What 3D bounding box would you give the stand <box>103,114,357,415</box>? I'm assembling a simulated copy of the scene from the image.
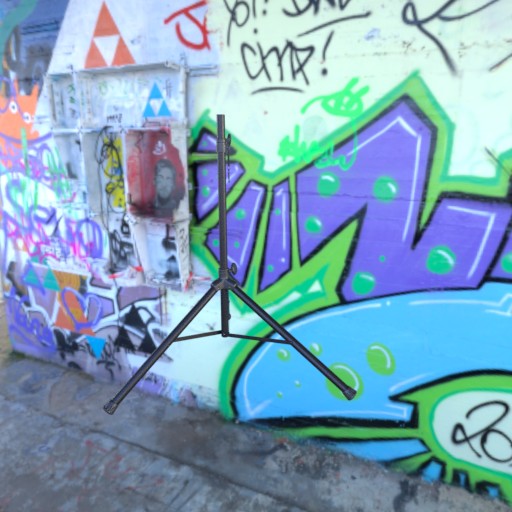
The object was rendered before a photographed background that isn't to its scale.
[{"bbox_3d":[0.000,0.000,1.859,0.907,1.136,1.045,7,17,24],"label":"stand"}]
